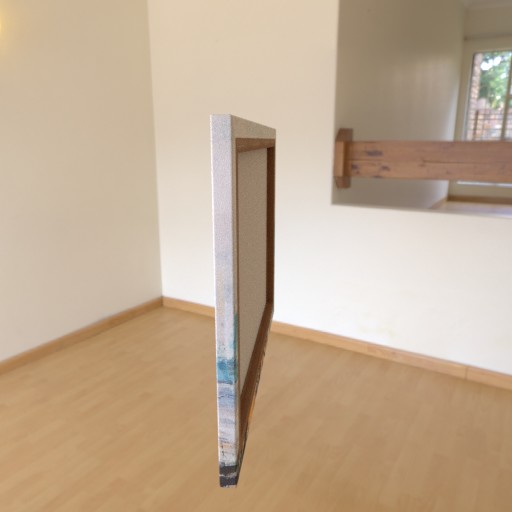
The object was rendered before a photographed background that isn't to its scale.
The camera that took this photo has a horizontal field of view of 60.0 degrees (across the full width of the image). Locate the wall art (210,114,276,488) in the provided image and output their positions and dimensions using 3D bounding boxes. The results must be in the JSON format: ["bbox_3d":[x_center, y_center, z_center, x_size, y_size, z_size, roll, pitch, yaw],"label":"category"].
[{"bbox_3d":[0.000,0.000,1.337,0.038,0.762,1.016,2,15,7],"label":"wall art"}]
